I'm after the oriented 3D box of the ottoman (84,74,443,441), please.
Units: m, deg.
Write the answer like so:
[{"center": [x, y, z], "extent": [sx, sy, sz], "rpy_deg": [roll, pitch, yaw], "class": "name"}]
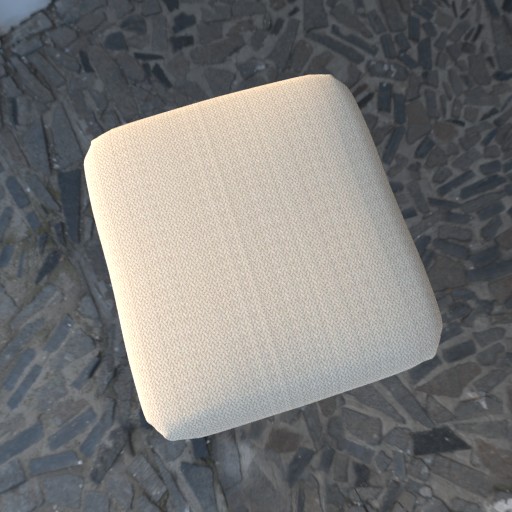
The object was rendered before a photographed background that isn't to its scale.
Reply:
[{"center": [0.000, 0.000, 1.057], "extent": [0.622, 0.447, 0.684], "rpy_deg": [-17, 77, -4], "class": "ottoman"}]
